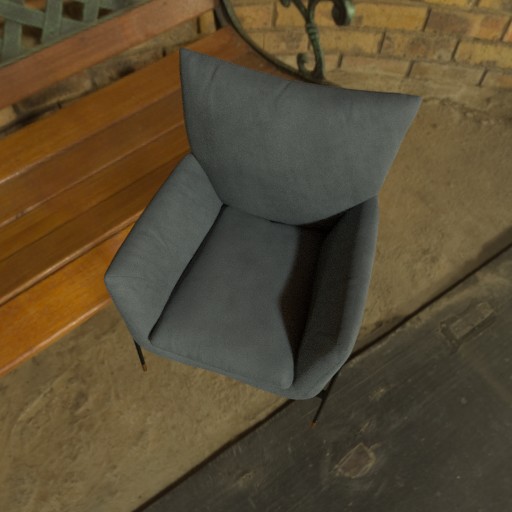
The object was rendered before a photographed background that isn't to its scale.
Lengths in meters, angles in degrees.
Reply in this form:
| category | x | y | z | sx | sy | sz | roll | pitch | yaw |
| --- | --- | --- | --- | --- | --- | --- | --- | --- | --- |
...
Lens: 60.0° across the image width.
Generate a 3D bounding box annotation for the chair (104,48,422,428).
| category | x | y | z | sx | sy | sz | roll | pitch | yaw |
| --- | --- | --- | --- | --- | --- | --- | --- | --- | --- |
| chair | 0.000 | 0.000 | 1.375 | 0.678 | 0.858 | 0.709 | 16 | 60 | 9 |
